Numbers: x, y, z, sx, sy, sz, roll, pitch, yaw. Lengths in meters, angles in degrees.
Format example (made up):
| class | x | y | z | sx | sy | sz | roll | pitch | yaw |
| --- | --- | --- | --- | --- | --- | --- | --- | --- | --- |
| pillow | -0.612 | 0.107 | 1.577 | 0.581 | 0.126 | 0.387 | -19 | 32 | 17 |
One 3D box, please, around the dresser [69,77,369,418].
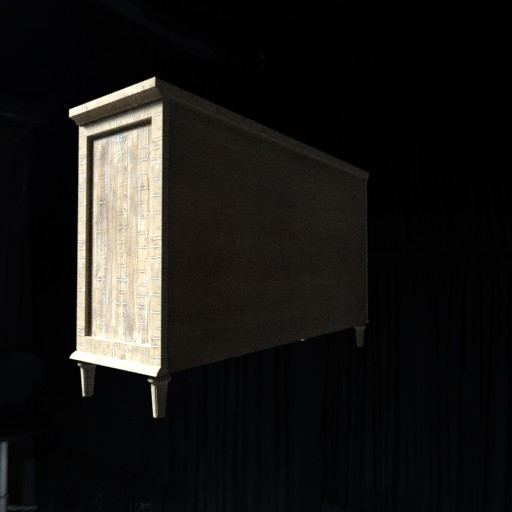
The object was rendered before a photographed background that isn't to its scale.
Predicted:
| class | x | y | z | sx | sy | sz | roll | pitch | yaw |
| --- | --- | --- | --- | --- | --- | --- | --- | --- | --- |
| dresser | 0.000 | 0.000 | 2.087 | 0.457 | 1.016 | 1.626 | -1 | -2 | 36 |
